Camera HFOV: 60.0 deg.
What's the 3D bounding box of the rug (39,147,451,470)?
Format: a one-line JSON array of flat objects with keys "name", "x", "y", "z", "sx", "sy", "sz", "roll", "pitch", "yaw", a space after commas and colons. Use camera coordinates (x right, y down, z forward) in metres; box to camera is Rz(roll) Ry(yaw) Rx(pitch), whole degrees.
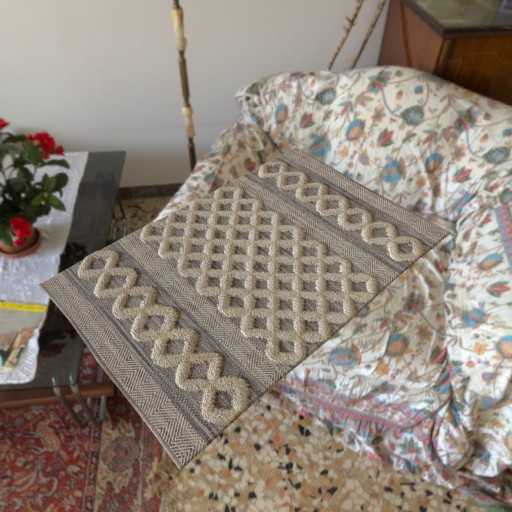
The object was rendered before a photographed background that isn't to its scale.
[{"name": "rug", "x": 0.000, "y": 0.000, "z": 2.937, "sx": 2.333, "sy": 0.033, "sz": 1.513, "roll": -33, "pitch": 54, "yaw": -28}]
